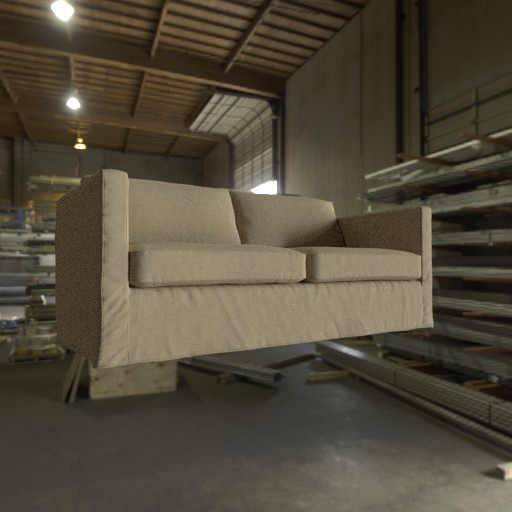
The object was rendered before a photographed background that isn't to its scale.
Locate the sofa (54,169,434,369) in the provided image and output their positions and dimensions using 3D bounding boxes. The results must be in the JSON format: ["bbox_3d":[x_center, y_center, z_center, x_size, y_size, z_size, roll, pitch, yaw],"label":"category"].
[{"bbox_3d":[0.000,0.000,2.475,1.959,0.835,0.962,1,-1,-33],"label":"sofa"}]
